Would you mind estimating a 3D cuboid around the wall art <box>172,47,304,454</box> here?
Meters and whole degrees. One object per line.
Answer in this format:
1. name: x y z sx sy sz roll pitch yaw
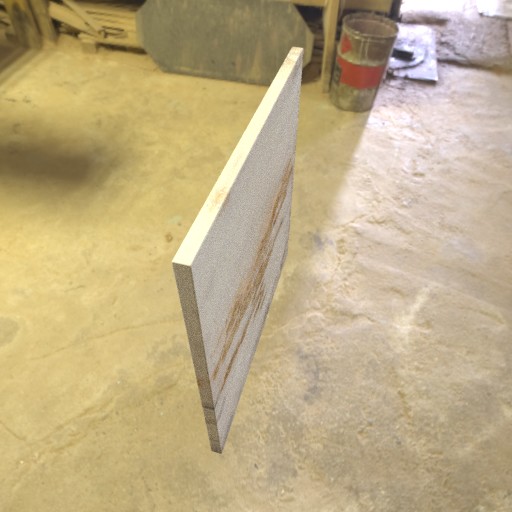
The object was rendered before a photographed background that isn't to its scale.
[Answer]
1. wall art: 0.000 0.000 1.539 0.040 1.018 1.015 12 49 11
